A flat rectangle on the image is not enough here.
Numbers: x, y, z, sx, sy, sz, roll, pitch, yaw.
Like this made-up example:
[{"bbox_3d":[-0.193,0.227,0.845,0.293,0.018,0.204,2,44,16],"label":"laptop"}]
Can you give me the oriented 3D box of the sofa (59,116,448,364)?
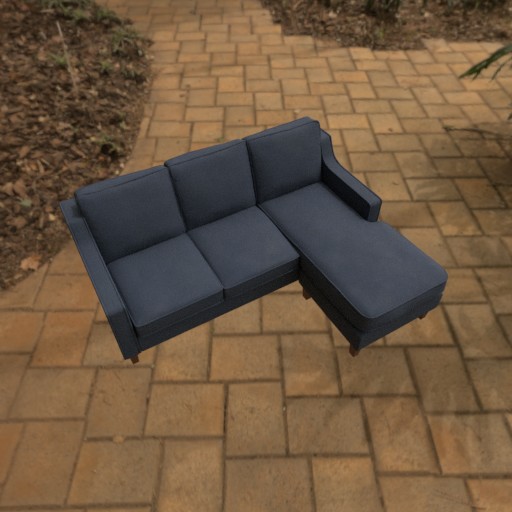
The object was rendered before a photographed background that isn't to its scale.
[{"bbox_3d":[0.000,0.000,3.373,2.317,1.066,1.858,-23,51,-20],"label":"sofa"}]
